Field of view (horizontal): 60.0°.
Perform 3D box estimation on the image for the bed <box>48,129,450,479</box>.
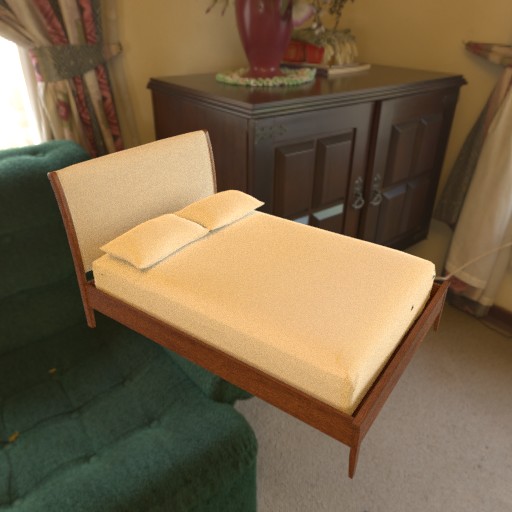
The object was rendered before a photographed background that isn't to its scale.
[{"bbox_3d":[0.000,0.000,3.214,2.380,1.250,1.612,19,34,31],"label":"bed"}]
